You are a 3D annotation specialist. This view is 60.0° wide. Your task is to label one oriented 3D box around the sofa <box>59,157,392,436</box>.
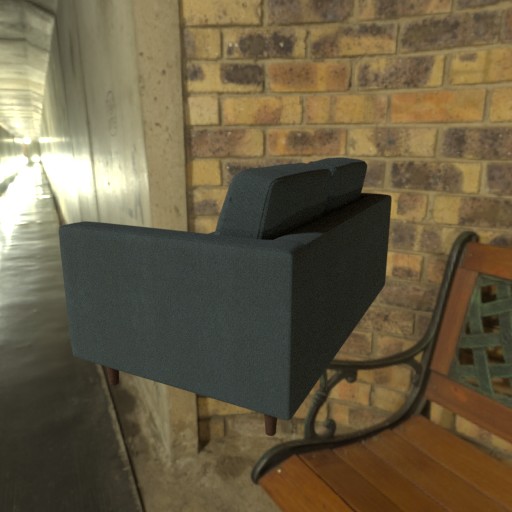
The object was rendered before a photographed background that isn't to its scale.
[{"bbox_3d":[0.000,0.000,2.180,0.999,0.930,1.518,7,16,26],"label":"sofa"}]
